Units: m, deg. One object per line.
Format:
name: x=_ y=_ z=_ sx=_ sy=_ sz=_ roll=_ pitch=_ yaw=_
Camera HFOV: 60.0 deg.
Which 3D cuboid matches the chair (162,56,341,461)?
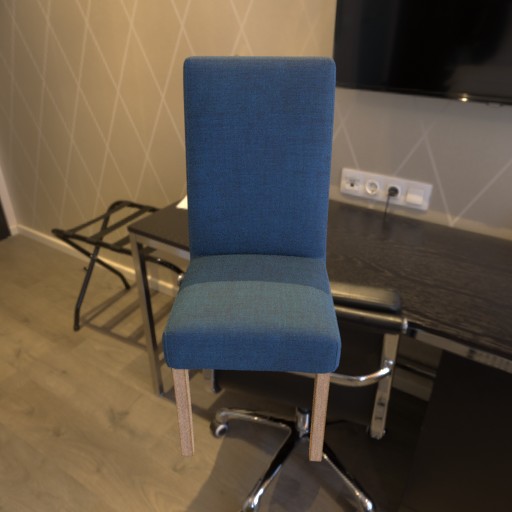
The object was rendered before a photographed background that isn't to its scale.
chair: x=0.000 y=0.000 z=1.309 sx=0.450 sy=1.029 sz=0.610 roll=1 pitch=30 yaw=2
